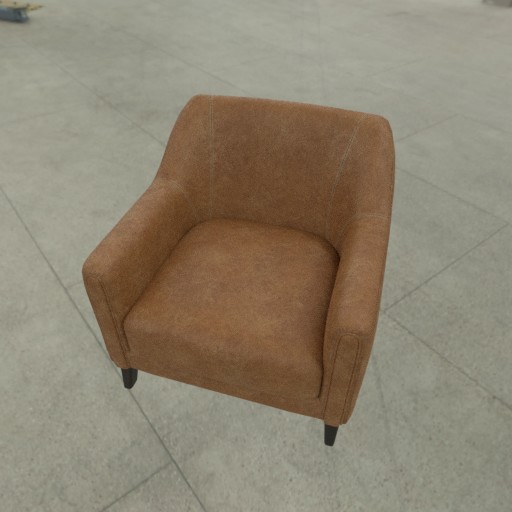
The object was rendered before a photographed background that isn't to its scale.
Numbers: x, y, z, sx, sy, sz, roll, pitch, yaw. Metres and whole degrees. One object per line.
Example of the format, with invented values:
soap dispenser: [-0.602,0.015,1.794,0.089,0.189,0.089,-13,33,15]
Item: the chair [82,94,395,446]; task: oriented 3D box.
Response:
chair: [0.000,0.000,1.883,1.037,0.980,1.034,11,42,13]
